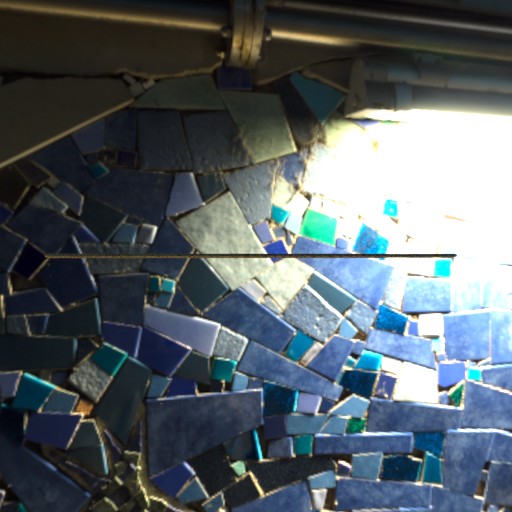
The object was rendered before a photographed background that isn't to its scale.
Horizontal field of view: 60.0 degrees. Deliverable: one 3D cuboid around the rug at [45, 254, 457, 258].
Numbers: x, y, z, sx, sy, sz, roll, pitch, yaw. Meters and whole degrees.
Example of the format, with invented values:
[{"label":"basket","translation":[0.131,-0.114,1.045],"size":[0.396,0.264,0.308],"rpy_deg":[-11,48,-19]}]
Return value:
[{"label":"rug","translation":[0.000,0.000,4.040],"size":[2.399,0.026,3.000],"rpy_deg":[0,0,2]}]
